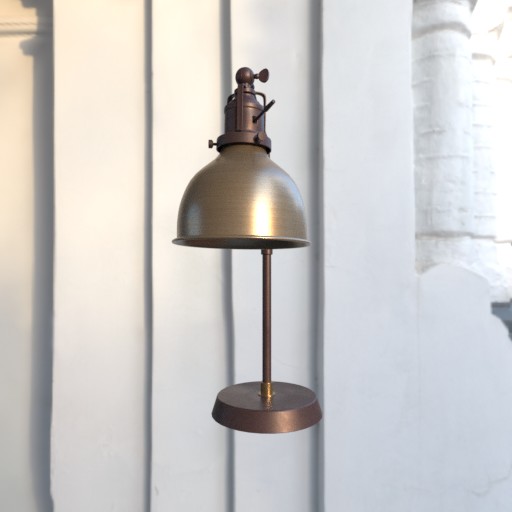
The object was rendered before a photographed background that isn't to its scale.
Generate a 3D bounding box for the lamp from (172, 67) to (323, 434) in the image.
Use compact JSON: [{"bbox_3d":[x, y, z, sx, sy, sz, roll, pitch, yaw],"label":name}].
[{"bbox_3d":[0.000,0.000,0.605,0.175,0.469,0.298,0,-1,18],"label":"lamp"}]
